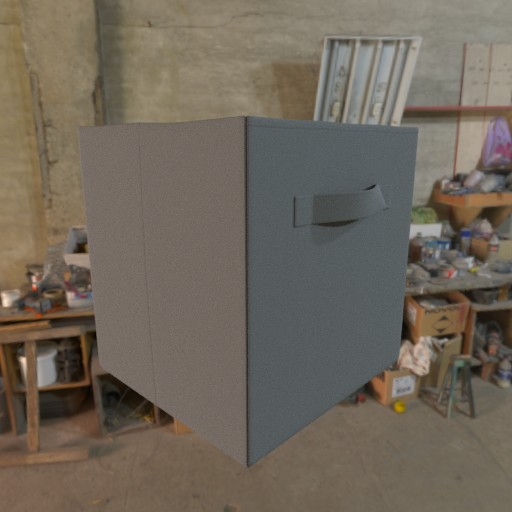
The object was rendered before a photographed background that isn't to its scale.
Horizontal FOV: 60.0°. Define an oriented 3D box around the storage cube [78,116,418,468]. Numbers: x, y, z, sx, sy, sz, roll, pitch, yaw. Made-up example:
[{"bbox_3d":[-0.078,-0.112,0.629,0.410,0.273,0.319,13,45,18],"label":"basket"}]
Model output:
[{"bbox_3d":[0.000,0.000,0.500,0.270,0.280,0.270,13,19,42],"label":"storage cube"}]
